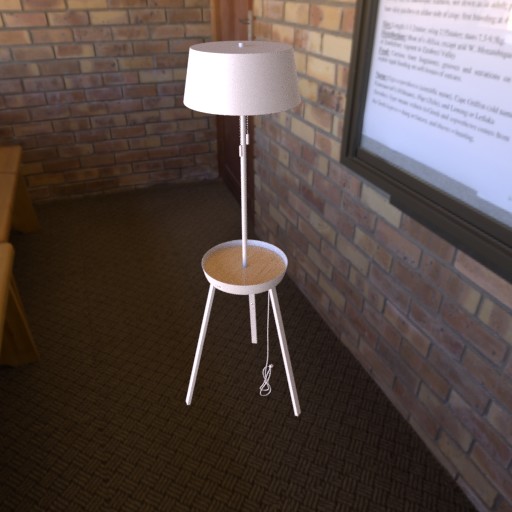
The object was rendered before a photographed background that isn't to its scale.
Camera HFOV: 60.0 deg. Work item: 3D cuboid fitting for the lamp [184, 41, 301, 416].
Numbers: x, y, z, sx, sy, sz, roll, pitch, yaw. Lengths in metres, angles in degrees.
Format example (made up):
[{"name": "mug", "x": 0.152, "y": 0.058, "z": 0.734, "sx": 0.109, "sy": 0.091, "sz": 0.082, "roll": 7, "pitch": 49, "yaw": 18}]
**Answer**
[{"name": "lamp", "x": 0.000, "y": 0.000, "z": 1.647, "sx": 0.468, "sy": 1.429, "sz": 0.508, "roll": 21, "pitch": 38, "yaw": 31}]
